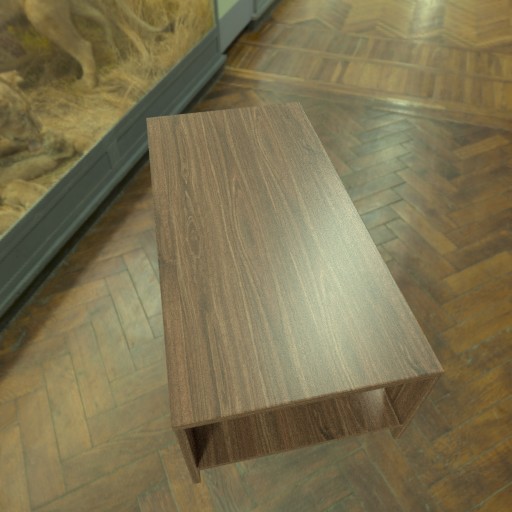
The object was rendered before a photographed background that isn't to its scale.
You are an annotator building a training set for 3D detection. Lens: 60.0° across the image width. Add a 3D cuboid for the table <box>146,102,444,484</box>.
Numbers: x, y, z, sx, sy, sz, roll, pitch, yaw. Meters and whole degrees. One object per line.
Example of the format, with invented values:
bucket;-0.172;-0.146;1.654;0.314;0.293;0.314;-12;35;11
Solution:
table;0.000;0.000;1.480;0.600;0.400;1.200;-9;48;-8
